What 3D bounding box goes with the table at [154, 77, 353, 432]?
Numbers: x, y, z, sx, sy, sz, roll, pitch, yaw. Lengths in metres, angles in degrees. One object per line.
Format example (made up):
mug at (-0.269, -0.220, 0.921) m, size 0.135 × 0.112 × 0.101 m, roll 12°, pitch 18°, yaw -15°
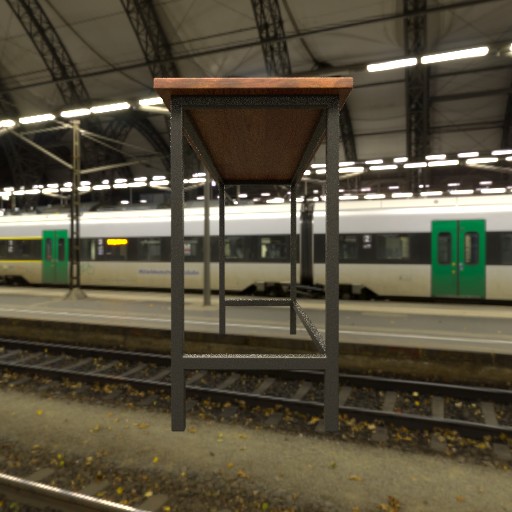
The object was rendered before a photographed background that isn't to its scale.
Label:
table at (0.000, 0.000, 1.509) m, size 0.408 × 0.740 × 1.204 m, roll 0°, pitch 1°, yaw 1°
